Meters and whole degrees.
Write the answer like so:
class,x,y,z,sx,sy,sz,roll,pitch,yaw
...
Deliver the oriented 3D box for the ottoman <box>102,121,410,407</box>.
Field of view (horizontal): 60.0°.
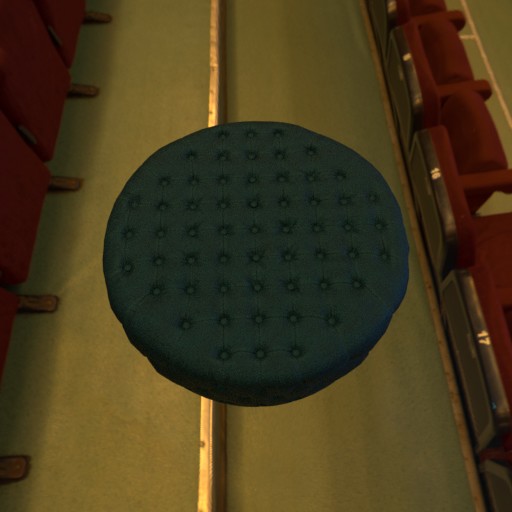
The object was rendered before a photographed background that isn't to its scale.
class,x,y,z,sx,sy,sz,roll,pitch,yaw
ottoman,0.000,0.000,1.556,0.998,0.398,0.998,0,62,0
